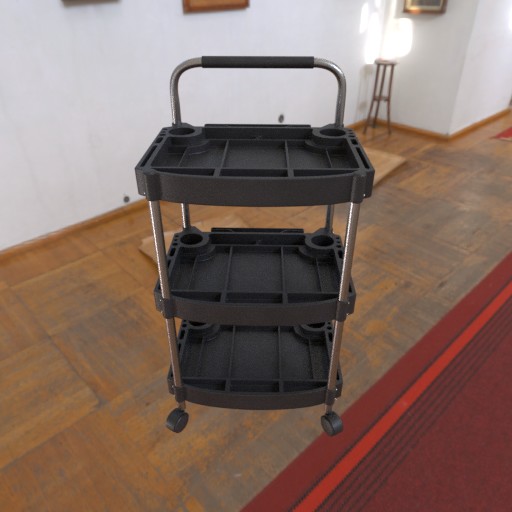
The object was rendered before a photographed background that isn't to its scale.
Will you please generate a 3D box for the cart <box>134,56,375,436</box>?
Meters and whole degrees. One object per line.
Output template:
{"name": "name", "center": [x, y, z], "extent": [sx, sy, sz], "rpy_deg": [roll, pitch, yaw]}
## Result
{"name": "cart", "center": [0.000, 0.000, 1.362], "extent": [0.584, 1.075, 0.518], "rpy_deg": [1, 32, 1]}
